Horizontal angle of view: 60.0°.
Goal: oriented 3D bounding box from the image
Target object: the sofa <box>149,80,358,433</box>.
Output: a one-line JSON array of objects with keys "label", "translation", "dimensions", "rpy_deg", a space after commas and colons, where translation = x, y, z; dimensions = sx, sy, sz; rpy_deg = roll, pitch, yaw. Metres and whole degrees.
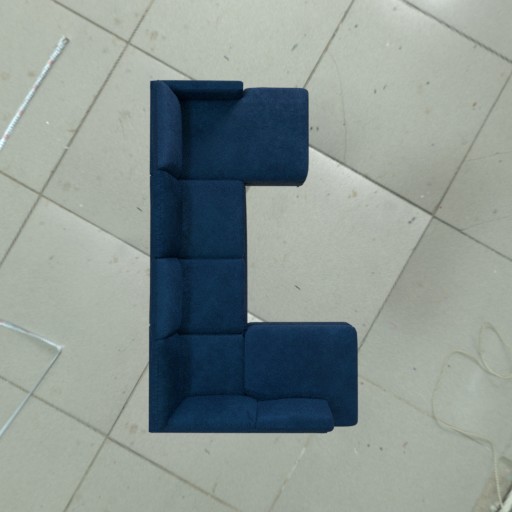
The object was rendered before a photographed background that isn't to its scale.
[{"label": "sofa", "translation": [0.000, 0.000, 4.485], "dimensions": [2.055, 0.992, 3.434], "rpy_deg": [0, 89, -1]}]
